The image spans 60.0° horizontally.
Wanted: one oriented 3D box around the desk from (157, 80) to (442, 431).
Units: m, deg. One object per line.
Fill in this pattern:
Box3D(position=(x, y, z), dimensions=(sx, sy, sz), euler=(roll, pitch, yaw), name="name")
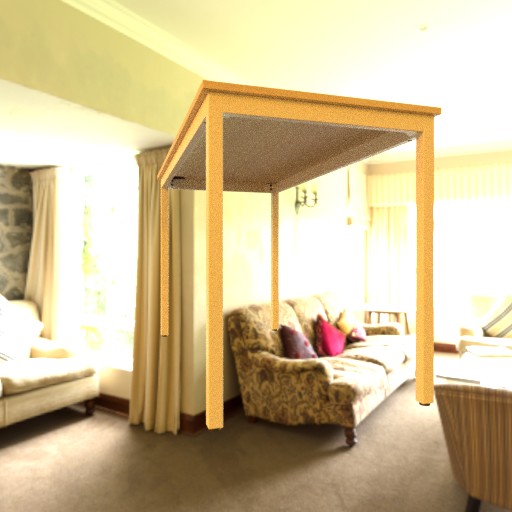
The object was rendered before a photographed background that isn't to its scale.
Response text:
Box3D(position=(0.000, 0.000, 1.590), dimensions=(0.600, 0.750, 1.200), euler=(0, 0, -17), name="desk")
